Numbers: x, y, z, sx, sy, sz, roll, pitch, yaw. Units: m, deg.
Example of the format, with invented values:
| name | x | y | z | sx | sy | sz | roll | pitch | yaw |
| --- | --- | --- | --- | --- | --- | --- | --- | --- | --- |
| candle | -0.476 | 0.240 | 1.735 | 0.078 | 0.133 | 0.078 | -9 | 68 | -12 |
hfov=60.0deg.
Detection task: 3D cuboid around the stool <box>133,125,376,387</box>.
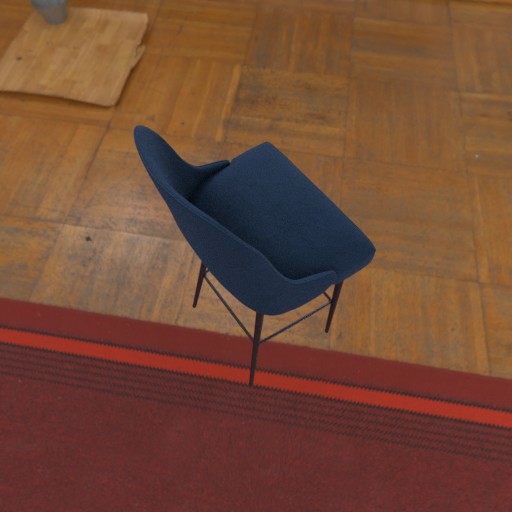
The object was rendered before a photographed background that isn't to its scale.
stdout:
| name | x | y | z | sx | sy | sz | roll | pitch | yaw |
| --- | --- | --- | --- | --- | --- | --- | --- | --- | --- |
| stool | 0.000 | 0.000 | 1.388 | 0.489 | 1.079 | 0.527 | -32 | 64 | -17 |
